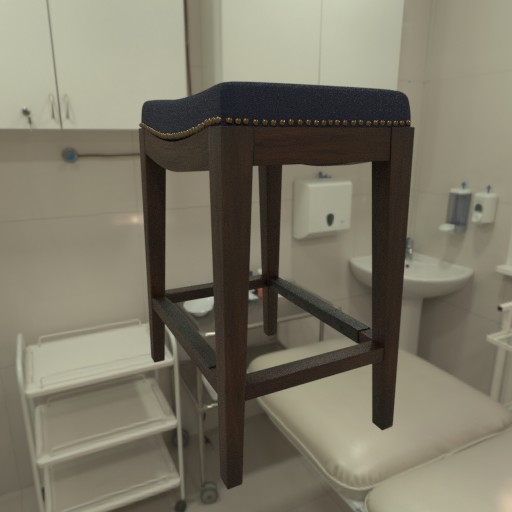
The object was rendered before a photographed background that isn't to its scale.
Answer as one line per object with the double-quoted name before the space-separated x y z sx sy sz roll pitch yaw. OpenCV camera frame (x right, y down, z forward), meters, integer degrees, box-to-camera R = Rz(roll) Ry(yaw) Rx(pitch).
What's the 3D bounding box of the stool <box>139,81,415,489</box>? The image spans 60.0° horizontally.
"stool" 0.000 0.000 0.938 0.361 0.642 0.500 -8 17 -26
